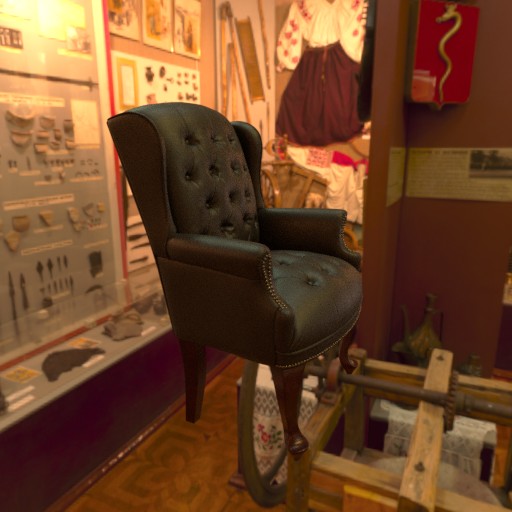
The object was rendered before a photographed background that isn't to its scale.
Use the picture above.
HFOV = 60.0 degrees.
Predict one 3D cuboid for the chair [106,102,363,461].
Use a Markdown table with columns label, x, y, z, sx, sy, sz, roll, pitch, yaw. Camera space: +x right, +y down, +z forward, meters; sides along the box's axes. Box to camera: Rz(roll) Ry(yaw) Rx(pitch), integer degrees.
| label | x | y | z | sx | sy | sz | roll | pitch | yaw |
| --- | --- | --- | --- | --- | --- | --- | --- | --- | --- |
| chair | 0.000 | 0.000 | 1.659 | 0.762 | 1.111 | 0.838 | 7 | 16 | 26 |
